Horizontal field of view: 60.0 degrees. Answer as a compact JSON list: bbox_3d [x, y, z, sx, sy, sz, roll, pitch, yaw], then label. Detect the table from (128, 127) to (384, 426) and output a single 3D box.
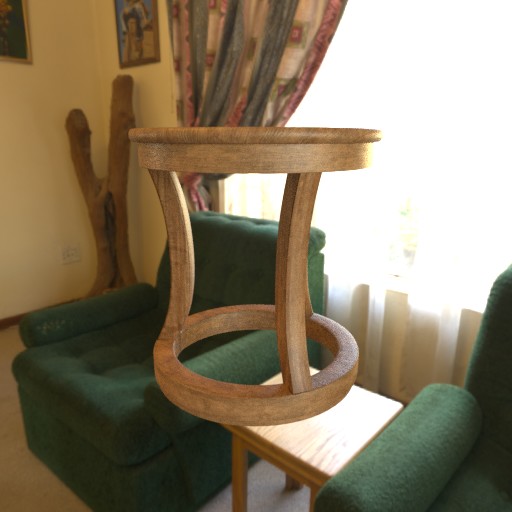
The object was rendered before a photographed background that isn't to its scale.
[{"bbox_3d":[0.000,0.000,0.836,0.432,0.460,0.432,0,15,0],"label":"table"}]
